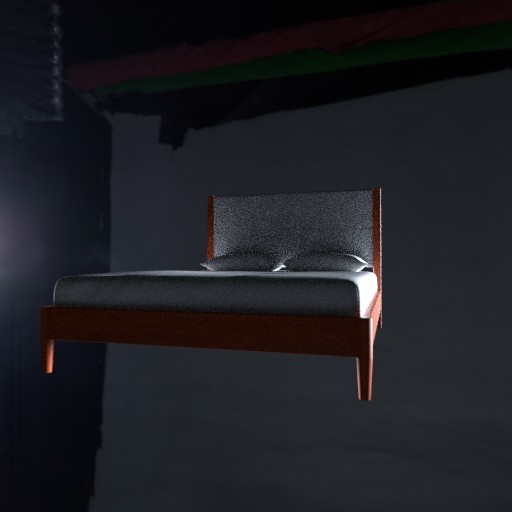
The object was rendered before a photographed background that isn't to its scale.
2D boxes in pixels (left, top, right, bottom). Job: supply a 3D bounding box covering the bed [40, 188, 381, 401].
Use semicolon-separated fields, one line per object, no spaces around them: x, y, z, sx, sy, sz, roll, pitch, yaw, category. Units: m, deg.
0.000;0.000;2.934;1.566;1.165;2.117;0;-1;17;bed
